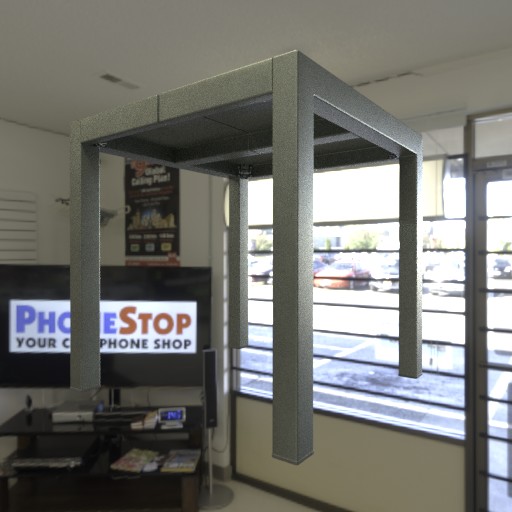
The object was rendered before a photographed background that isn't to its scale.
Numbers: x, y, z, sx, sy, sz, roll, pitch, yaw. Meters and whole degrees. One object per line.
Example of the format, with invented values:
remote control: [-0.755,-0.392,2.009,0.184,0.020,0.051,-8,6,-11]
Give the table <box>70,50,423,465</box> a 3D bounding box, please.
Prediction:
table: [0.000,0.000,0.893,0.508,0.508,0.508,0,1,37]
